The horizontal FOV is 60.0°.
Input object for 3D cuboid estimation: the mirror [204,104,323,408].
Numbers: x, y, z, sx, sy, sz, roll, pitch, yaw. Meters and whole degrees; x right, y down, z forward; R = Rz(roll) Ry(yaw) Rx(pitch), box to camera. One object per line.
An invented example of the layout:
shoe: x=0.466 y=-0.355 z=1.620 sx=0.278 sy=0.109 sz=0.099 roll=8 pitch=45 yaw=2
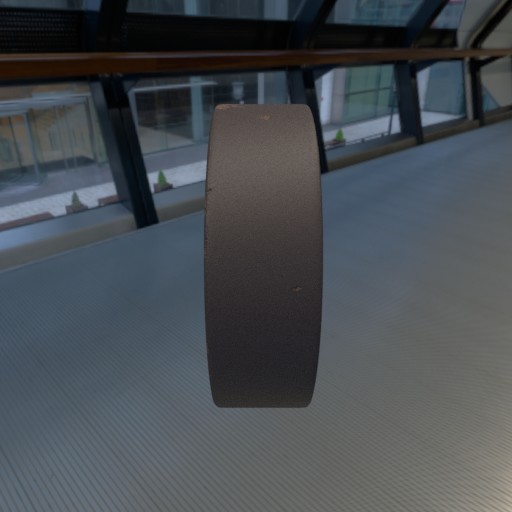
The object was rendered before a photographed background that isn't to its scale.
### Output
mirror: x=0.000 y=0.000 z=0.595 sx=0.126 sy=0.386 sz=0.386 roll=0 pitch=27 yaw=0
